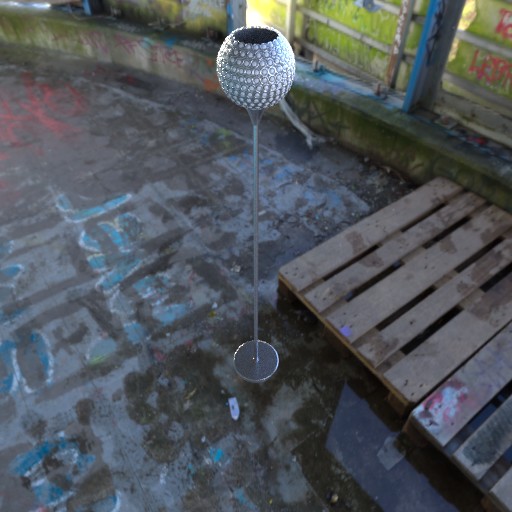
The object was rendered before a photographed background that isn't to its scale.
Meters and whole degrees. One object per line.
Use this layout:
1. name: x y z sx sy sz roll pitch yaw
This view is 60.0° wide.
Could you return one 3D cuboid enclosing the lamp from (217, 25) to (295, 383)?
1. lamp: 0.000 0.000 1.886 0.254 1.805 0.254 0 47 0
